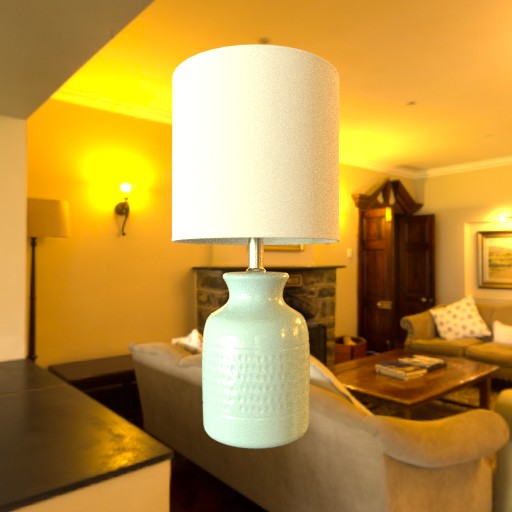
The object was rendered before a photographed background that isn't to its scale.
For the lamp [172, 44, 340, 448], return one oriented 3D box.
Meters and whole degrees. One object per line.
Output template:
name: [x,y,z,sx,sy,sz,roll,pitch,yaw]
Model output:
lamp: [0.000,0.000,1.121,0.418,0.871,0.418,0,-1,0]
